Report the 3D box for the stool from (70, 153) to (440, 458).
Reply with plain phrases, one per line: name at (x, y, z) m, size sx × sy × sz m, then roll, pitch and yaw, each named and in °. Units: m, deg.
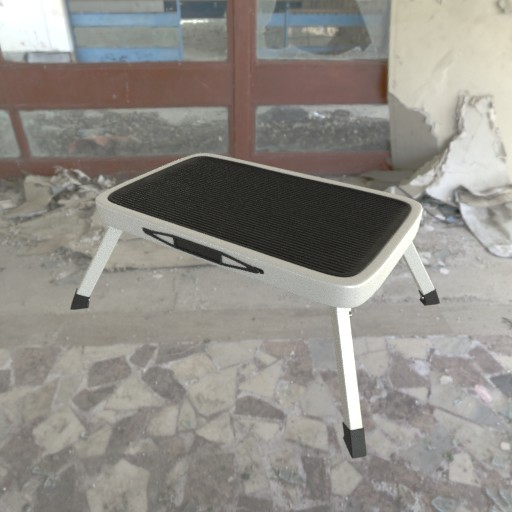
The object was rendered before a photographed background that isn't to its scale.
stool at (0.000, 0.000, 0.617) m, size 0.460 × 0.170 × 0.320 m, roll 19°, pitch 36°, yaw 28°
